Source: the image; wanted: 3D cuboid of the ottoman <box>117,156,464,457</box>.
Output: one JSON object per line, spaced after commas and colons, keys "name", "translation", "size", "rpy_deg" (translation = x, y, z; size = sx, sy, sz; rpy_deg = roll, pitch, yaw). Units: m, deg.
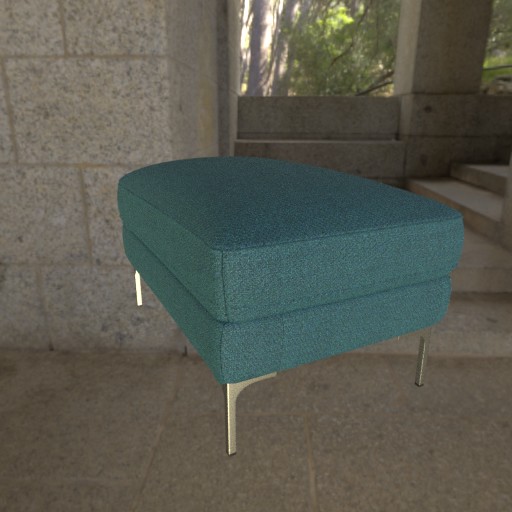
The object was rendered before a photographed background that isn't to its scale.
{"name": "ottoman", "translation": [0.000, 0.000, 1.189], "size": [0.563, 0.498, 0.856], "rpy_deg": [-9, 20, -26]}
